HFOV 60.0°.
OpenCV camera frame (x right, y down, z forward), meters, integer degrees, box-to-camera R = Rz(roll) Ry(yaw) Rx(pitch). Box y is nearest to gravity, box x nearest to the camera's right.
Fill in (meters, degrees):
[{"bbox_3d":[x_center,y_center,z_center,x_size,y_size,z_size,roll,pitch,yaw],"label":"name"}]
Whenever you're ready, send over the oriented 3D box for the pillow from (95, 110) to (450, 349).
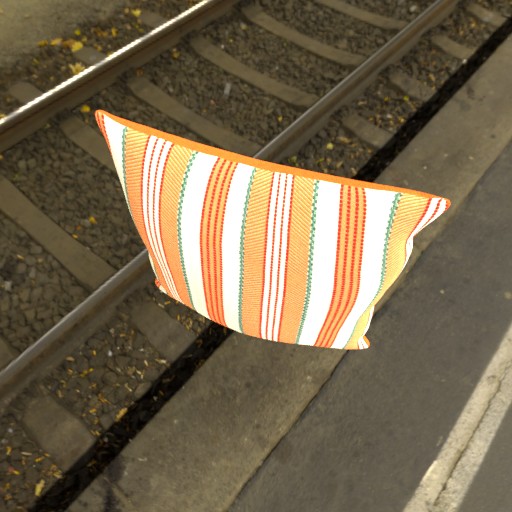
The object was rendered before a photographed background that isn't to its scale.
[{"bbox_3d":[0.000,0.000,0.686,0.440,0.441,0.182,16,59,10],"label":"pillow"}]
